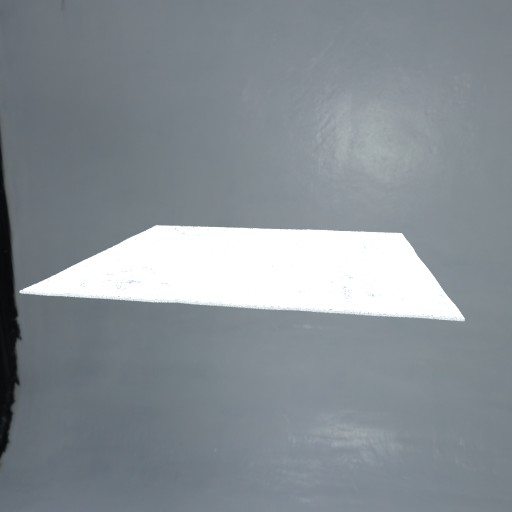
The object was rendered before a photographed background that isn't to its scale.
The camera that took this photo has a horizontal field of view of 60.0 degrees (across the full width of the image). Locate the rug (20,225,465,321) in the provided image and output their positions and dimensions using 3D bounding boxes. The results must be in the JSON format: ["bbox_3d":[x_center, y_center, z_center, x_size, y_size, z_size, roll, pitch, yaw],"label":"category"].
[{"bbox_3d":[0.000,0.000,0.882,0.639,0.006,0.548,2,15,9],"label":"rug"}]
